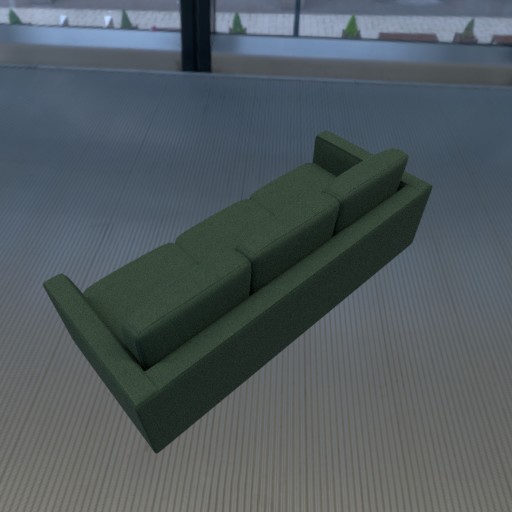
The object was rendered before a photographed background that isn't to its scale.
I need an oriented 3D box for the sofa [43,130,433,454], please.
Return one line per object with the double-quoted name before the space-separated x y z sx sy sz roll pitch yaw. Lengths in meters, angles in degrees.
"sofa" 0.000 0.000 2.527 2.029 0.899 0.879 -34 55 -27
